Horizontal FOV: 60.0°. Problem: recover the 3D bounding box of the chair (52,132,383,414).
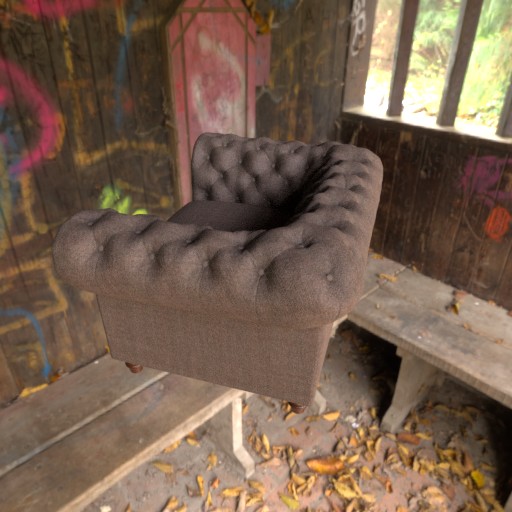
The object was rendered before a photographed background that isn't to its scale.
[{"bbox_3d":[0.000,0.000,1.904,0.945,0.780,1.298,9,31,15],"label":"chair"}]
